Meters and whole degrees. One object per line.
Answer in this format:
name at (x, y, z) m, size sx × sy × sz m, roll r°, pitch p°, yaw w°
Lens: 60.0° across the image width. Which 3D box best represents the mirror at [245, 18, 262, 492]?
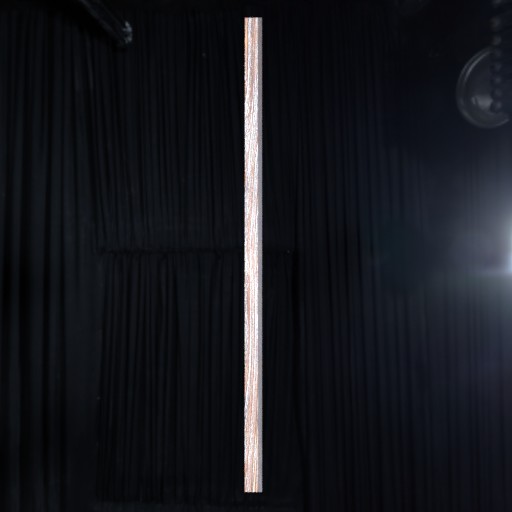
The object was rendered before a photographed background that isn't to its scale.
mirror at (0.000, 0.000, 1.189) m, size 0.032 × 0.882 × 0.730 m, roll 0°, pitch -1°, yaw 1°
